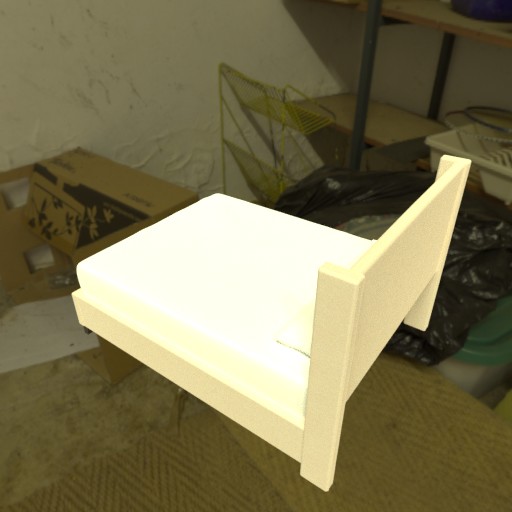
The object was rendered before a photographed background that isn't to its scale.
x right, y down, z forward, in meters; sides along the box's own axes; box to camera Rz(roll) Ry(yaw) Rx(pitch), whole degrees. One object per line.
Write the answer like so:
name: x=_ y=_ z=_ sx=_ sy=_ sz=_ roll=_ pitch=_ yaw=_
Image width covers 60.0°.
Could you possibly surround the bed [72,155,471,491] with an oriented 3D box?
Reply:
bed: x=0.000 y=0.000 z=3.321 sx=2.293 sy=1.471 sz=1.778 roll=21 pitch=38 yaw=30
